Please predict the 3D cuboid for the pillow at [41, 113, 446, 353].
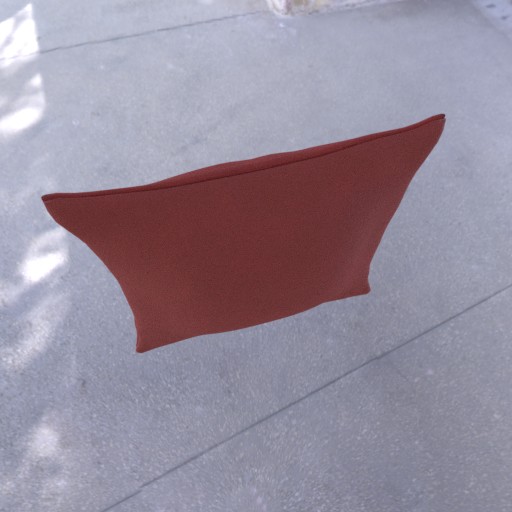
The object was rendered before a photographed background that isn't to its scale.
[{"bbox_3d":[0.000,0.000,0.630,0.435,0.416,0.151,-14,59,-8],"label":"pillow"}]
